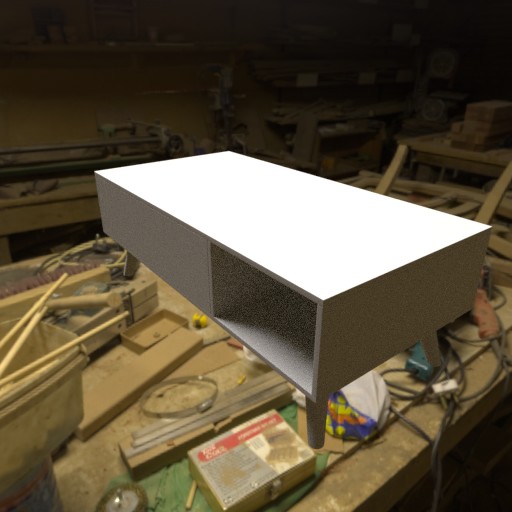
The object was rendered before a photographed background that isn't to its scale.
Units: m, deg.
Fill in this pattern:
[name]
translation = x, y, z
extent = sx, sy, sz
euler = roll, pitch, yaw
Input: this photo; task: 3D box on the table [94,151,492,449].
[table]
translation = 0.000, 0.000, 1.485
extent = 0.609, 0.432, 1.194
euler = -18, 30, -34
